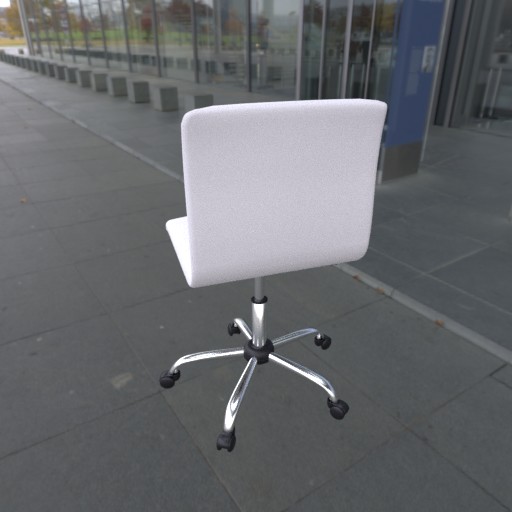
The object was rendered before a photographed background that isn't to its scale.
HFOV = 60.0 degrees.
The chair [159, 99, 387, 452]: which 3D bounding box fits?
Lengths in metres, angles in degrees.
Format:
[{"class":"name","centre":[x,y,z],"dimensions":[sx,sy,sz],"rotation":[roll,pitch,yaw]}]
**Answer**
[{"class":"chair","centre":[0.000,0.000,1.068],"dimensions":[0.520,0.750,0.455],"rotation":[-9,28,-17]}]
